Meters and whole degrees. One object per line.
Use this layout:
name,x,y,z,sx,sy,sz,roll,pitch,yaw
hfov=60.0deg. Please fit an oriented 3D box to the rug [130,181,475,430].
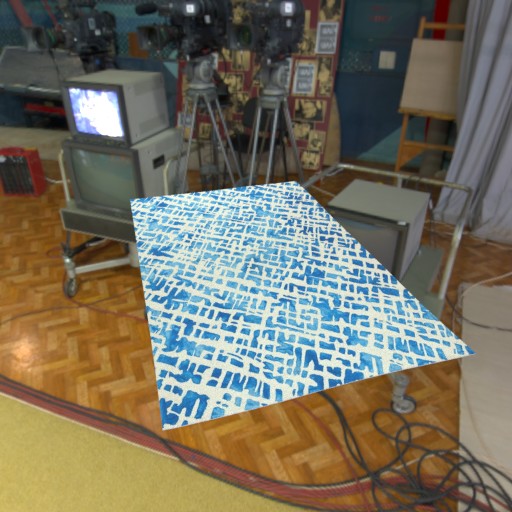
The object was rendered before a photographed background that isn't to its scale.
rug,0.000,0.000,2.980,1.520,0.011,2.447,-9,31,-14
